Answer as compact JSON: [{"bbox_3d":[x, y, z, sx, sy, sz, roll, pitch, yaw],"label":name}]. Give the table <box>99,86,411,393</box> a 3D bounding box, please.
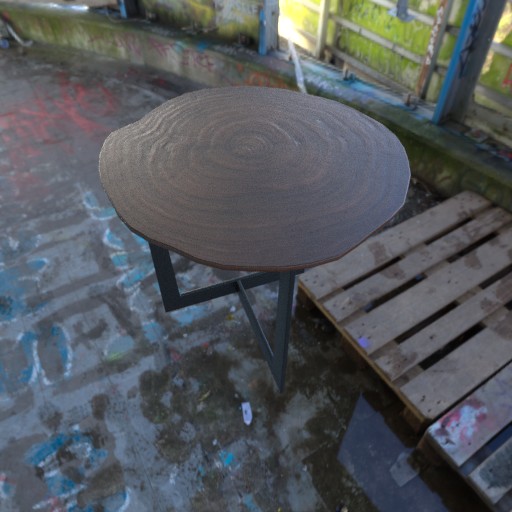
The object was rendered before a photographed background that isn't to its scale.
[{"bbox_3d":[0.000,0.000,0.885,0.477,0.476,0.494,-23,51,-21],"label":"table"}]
